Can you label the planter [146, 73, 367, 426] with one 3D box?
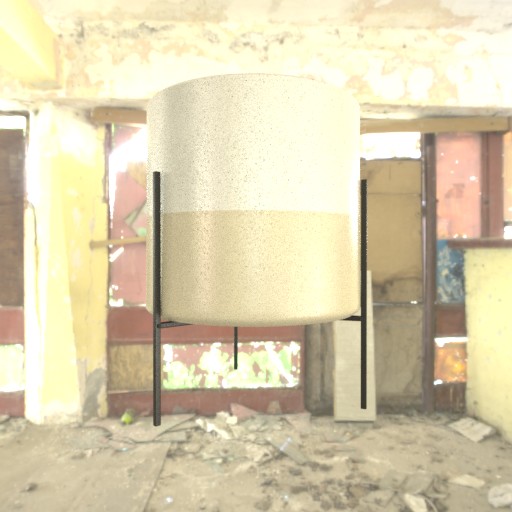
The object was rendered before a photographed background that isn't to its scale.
[{"bbox_3d":[0.000,0.000,0.757,0.368,0.484,0.359,0,0,18],"label":"planter"}]
